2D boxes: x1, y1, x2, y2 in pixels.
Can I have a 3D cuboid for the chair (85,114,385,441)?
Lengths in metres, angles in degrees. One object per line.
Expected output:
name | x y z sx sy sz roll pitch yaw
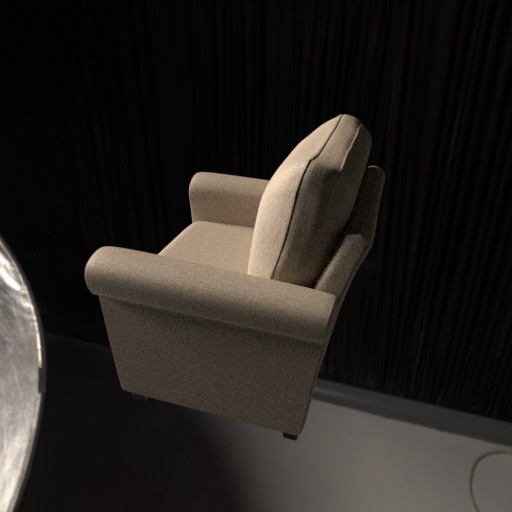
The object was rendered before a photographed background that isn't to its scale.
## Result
chair | 0.000 0.000 2.344 1.180 1.349 1.275 9 31 15
